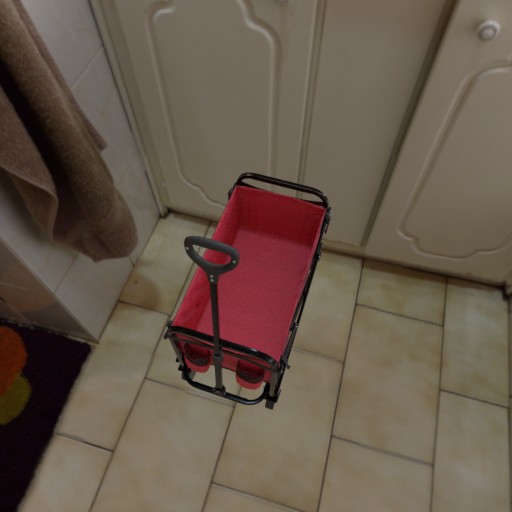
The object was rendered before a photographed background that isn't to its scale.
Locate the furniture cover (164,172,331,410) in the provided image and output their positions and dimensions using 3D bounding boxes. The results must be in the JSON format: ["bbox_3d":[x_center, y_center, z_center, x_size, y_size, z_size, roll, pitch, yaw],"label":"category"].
[{"bbox_3d":[0.000,0.000,1.878,0.532,1.295,1.038,16,60,9],"label":"furniture cover"}]
